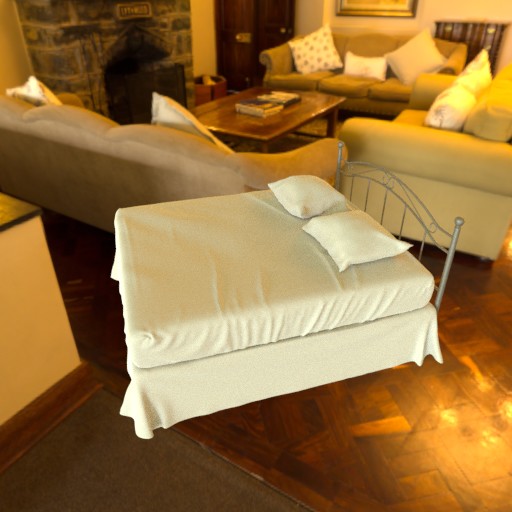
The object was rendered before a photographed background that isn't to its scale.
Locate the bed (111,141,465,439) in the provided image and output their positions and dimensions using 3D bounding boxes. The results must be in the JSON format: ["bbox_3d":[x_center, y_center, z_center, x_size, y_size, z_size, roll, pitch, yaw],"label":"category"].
[{"bbox_3d":[0.000,0.000,3.332,2.215,1.080,1.936,-9,33,-15],"label":"bed"}]
